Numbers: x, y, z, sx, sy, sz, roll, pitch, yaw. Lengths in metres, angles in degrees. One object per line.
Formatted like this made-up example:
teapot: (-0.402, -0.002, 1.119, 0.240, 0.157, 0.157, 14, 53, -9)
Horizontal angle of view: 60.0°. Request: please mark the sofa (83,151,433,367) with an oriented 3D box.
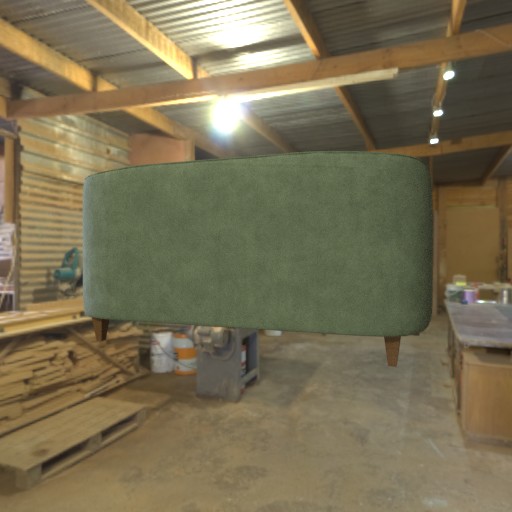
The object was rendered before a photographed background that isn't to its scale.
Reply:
sofa: (0.000, 0.000, 2.330, 1.733, 0.855, 0.941, 0, 1, 20)
